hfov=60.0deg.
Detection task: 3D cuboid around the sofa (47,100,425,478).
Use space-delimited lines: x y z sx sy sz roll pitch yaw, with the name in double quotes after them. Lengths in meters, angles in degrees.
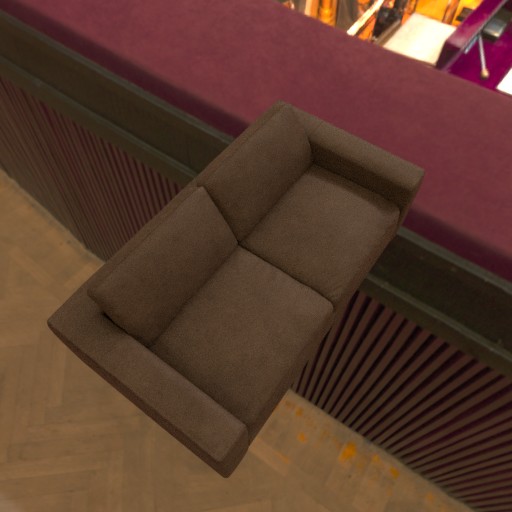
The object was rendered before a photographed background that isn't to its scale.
0.000 0.000 2.434 1.070 0.800 1.920 32 64 18 "sofa"
